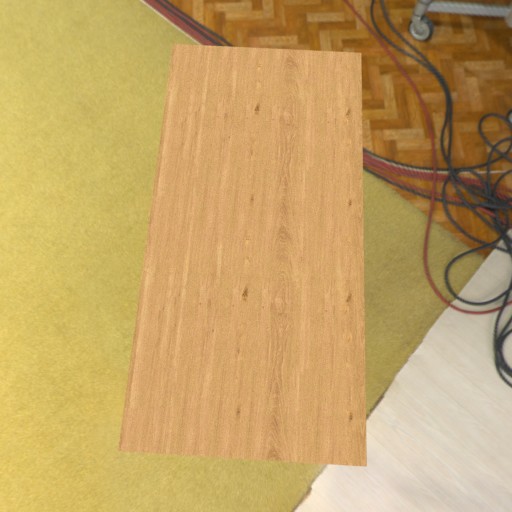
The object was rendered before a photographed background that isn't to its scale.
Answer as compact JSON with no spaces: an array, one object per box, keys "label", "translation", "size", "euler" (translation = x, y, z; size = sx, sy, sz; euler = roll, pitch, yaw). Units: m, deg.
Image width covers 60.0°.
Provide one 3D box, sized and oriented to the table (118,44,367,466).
[{"label":"table","translation":[0.000,0.000,1.143],"size":[0.450,0.452,0.899],"euler":[3,73,1]}]
